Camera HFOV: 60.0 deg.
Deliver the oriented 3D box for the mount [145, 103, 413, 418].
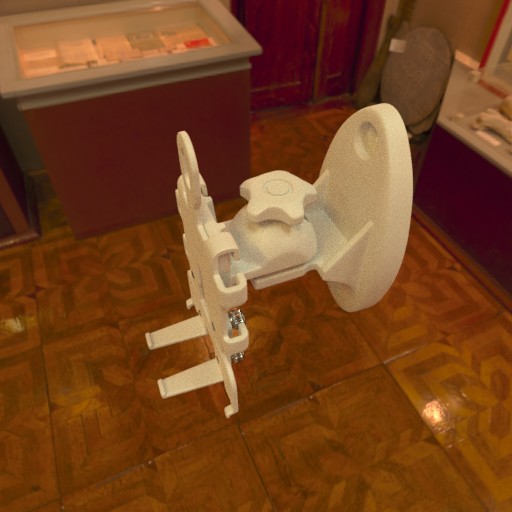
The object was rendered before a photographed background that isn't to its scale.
[{"bbox_3d":[0.000,0.000,0.176,0.100,0.118,0.066,-16,48,-15],"label":"mount"}]
